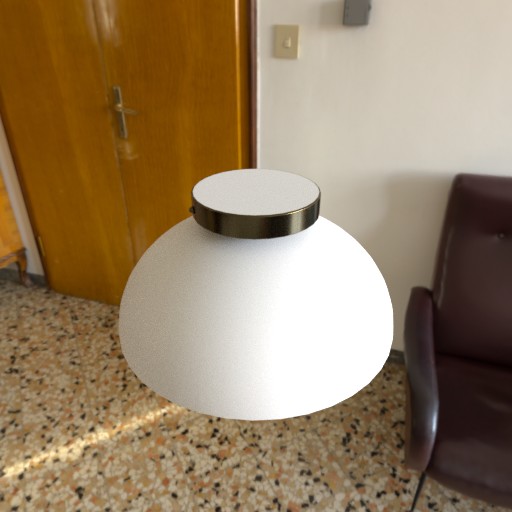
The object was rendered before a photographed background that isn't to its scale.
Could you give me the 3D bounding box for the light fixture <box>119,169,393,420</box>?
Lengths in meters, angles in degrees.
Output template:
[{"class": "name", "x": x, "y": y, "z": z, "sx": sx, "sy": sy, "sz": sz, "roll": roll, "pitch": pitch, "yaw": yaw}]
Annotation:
[{"class": "light fixture", "x": 0.000, "y": 0.000, "z": 0.553, "sx": 0.355, "sy": 0.177, "sz": 0.355, "roll": 0, "pitch": 30, "yaw": 0}]
